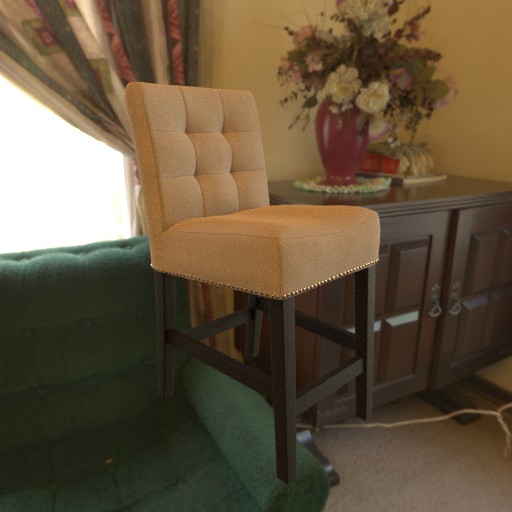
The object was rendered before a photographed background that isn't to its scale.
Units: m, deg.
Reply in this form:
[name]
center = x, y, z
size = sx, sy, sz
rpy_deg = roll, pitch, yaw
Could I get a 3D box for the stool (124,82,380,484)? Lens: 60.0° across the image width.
[stool]
center = 0.000, 0.000, 1.192
size = 0.427, 0.885, 0.571
rpy_deg = -15, 22, -43
